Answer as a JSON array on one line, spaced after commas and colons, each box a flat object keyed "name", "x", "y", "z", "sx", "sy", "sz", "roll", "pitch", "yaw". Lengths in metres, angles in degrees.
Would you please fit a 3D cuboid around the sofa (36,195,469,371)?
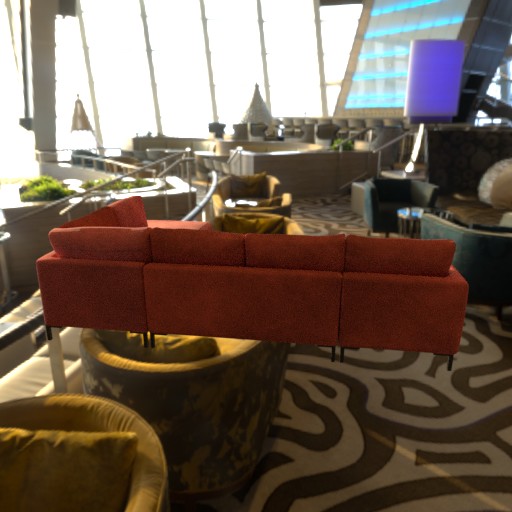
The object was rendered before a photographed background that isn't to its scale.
[{"name": "sofa", "x": 0.000, "y": 0.000, "z": 3.898, "sx": 2.971, "sy": 0.858, "sz": 1.981, "roll": 3, "pitch": 17, "yaw": 8}]
